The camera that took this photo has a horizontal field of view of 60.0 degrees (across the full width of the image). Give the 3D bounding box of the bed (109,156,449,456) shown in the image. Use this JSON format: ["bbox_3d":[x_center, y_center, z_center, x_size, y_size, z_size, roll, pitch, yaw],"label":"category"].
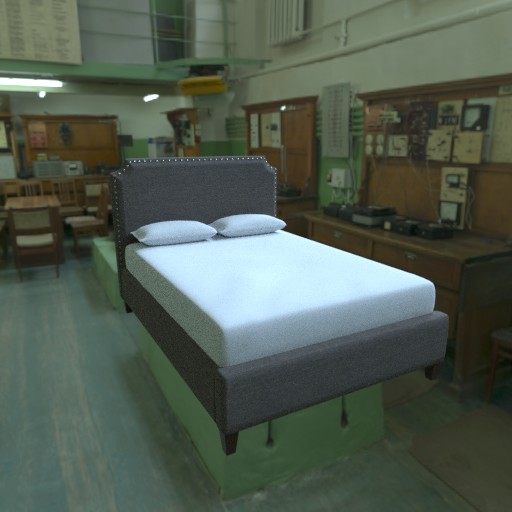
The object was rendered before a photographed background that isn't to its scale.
[{"bbox_3d":[0.000,0.000,3.526,1.713,1.457,2.381,-8,17,-28],"label":"bed"}]
